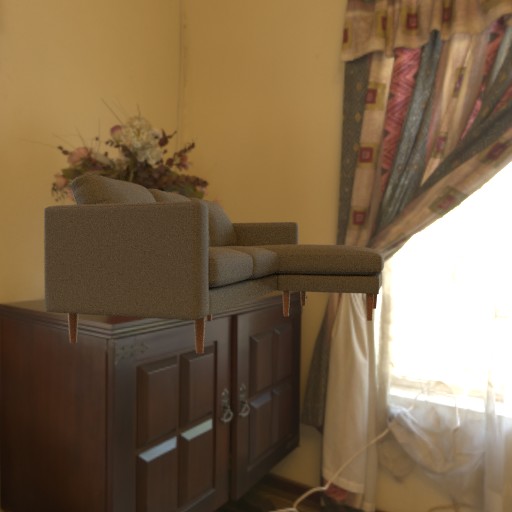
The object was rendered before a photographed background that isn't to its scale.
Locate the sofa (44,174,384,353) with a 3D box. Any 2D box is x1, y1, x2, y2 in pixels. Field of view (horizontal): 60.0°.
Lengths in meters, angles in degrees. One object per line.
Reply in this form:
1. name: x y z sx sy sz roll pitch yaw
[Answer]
1. sofa: 0.000 0.000 2.930 1.591 0.897 2.031 0 1 18
